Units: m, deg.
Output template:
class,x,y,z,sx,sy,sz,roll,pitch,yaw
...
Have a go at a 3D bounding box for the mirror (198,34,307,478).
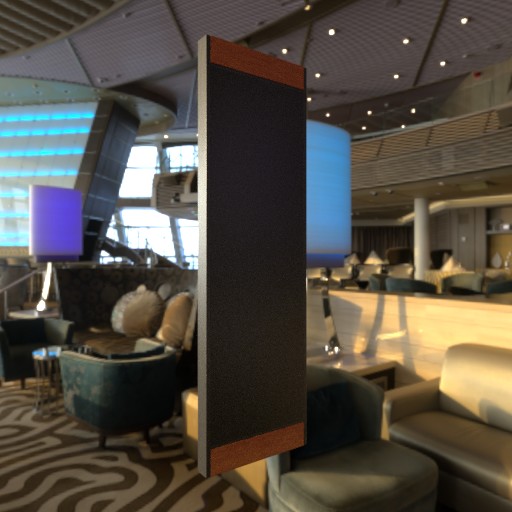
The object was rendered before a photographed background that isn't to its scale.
class,x,y,z,sx,sy,sz,roll,pitch,yaw
mirror,0.000,0.000,1.239,0.343,1.123,0.047,0,0,-36
